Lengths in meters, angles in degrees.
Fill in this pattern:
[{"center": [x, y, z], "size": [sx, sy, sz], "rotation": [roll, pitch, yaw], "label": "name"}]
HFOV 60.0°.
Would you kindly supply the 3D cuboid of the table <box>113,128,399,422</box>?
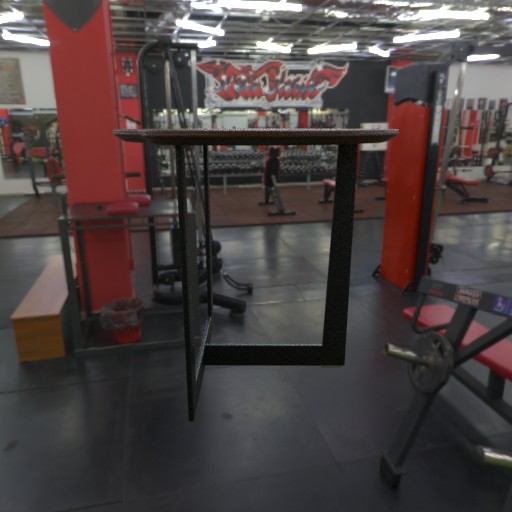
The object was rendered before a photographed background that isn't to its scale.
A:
[{"center": [0.000, 0.000, 0.866], "size": [0.494, 0.476, 0.477], "rotation": [-3, 17, -10], "label": "table"}]
